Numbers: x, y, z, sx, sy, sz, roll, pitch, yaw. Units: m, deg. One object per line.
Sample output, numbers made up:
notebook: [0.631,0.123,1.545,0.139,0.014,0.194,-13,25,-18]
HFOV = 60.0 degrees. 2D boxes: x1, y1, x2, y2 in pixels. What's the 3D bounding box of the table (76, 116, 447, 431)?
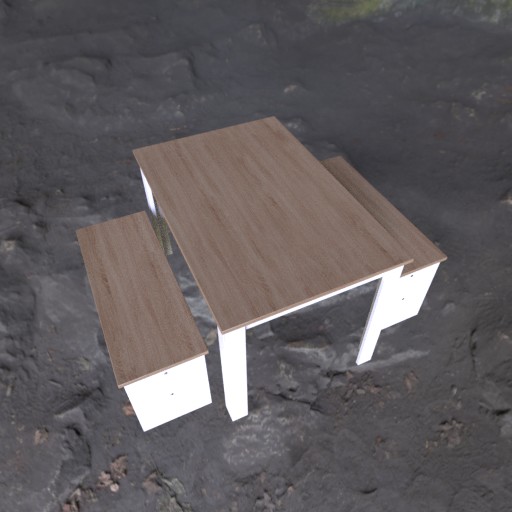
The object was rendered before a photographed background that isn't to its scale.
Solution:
table: [0.000,0.000,2.055,1.443,0.700,1.100,-19,49,-17]
